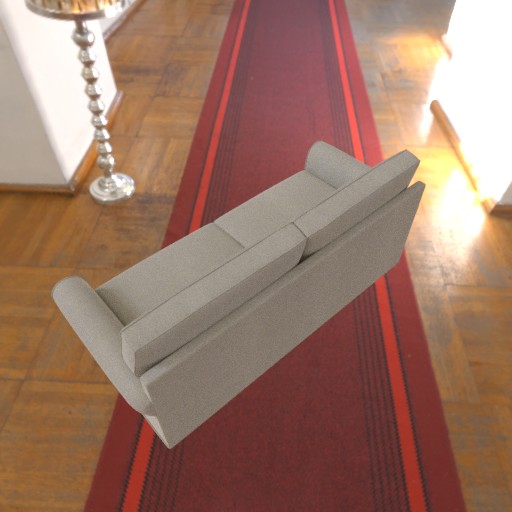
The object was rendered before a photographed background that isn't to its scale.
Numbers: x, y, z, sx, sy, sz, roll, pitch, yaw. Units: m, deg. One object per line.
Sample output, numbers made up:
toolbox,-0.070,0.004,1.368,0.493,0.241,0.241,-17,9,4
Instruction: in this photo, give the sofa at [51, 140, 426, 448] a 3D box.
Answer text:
sofa,0.000,0.000,2.690,2.146,0.962,0.901,-33,55,-27
